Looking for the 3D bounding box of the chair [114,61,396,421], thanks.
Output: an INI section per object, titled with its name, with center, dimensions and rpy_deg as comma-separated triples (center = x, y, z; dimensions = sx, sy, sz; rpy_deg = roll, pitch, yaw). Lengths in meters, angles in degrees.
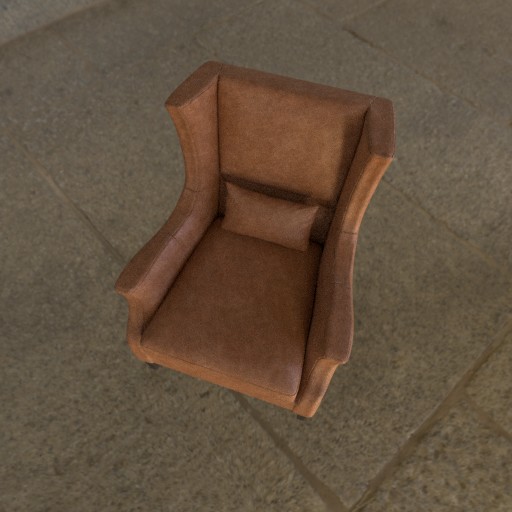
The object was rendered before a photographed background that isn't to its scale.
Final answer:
[chair]
center = 0.000, 0.000, 1.730
dimensions = 0.853, 1.016, 0.926
rpy_deg = 16, 61, 9
